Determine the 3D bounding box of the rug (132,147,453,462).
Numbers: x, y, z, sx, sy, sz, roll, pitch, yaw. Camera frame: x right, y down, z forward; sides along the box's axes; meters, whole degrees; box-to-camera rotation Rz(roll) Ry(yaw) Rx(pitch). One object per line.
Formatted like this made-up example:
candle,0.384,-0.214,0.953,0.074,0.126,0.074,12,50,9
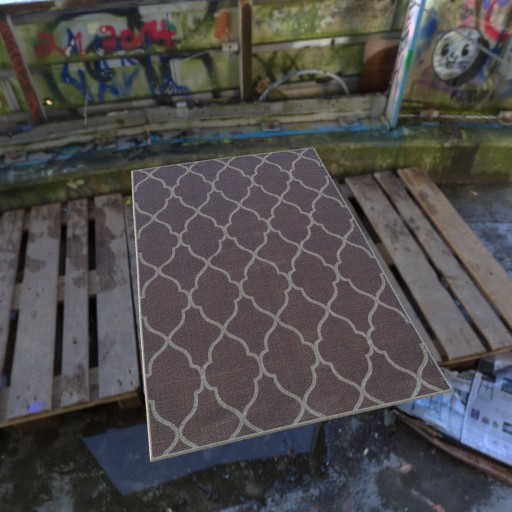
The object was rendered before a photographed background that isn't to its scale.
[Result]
rug,0.000,0.000,2.892,1.528,0.014,2.294,-10,47,-9
